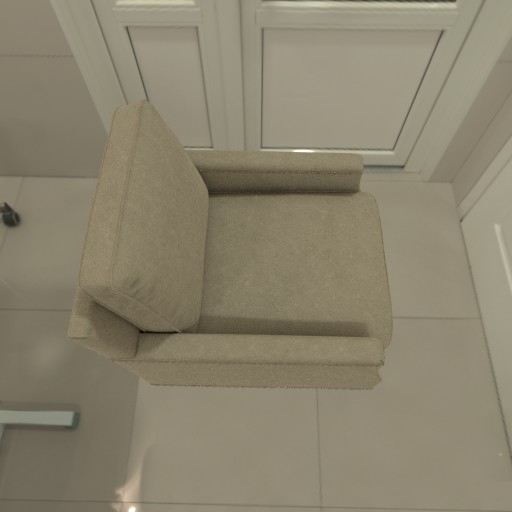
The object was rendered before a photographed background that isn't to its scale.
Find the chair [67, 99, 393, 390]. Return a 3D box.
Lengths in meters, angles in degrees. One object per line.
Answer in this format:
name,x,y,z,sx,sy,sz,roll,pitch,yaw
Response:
chair,0.000,0.000,1.671,1.014,0.943,0.853,1,64,0
